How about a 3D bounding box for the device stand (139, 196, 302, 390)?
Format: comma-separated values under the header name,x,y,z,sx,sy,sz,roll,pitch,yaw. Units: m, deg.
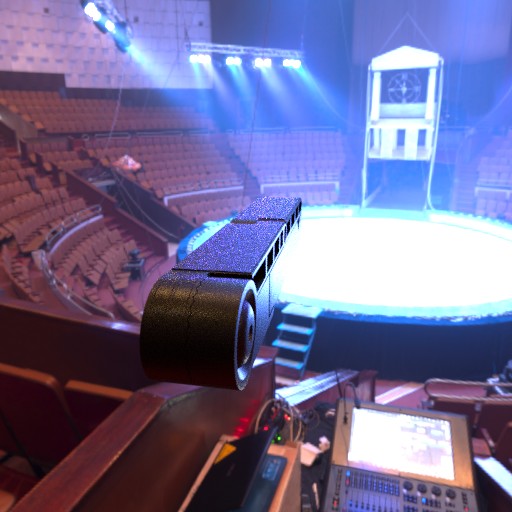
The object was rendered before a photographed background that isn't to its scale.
name,x,y,z,sx,sy,sz,roll,pitch,yaw
device stand,0.000,0.000,0.192,0.026,0.030,0.179,3,16,11
